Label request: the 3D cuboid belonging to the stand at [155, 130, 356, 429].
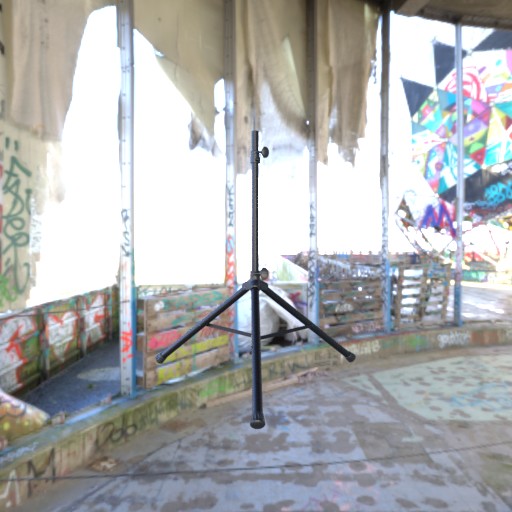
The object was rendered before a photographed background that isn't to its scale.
[{"bbox_3d":[0.000,0.000,1.891,1.045,1.136,0.907,0,1,0],"label":"stand"}]
